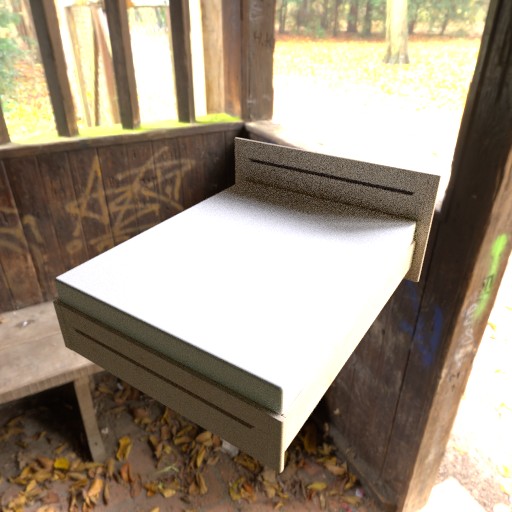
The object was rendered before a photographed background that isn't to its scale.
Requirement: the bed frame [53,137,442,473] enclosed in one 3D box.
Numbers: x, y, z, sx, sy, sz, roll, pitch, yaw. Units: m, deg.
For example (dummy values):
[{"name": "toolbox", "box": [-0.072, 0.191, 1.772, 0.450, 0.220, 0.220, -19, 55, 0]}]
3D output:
[{"name": "bed frame", "box": [0.000, 0.000, 3.056, 1.800, 0.900, 2.080, 18, 35, 28]}]
